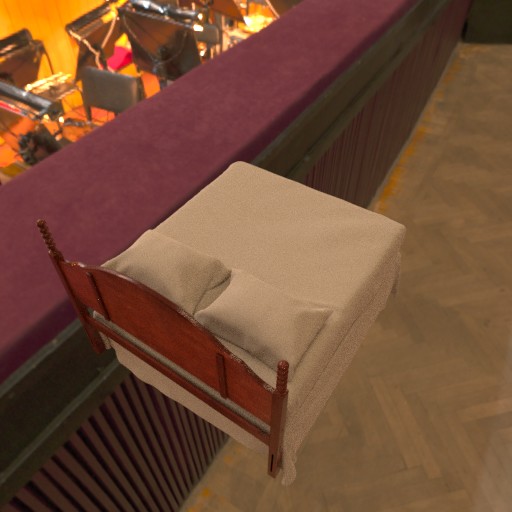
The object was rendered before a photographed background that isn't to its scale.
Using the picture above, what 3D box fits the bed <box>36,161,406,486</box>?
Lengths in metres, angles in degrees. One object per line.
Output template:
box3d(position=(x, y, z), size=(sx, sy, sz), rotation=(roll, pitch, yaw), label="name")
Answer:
box3d(position=(0.000, 0.000, 3.218), size=(1.873, 1.356, 2.040), rotation=(26, 52, 23), label="bed")
